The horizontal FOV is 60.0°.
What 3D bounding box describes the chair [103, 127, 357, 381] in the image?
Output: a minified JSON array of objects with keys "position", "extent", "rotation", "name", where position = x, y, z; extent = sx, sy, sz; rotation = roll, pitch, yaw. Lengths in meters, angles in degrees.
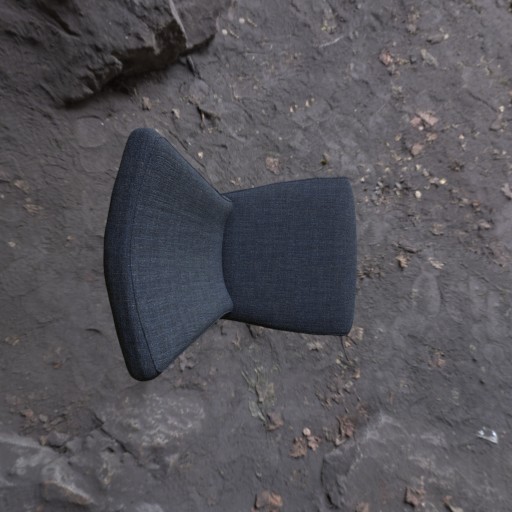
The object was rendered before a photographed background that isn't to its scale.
[{"position":[0.000,0.000,1.381],"extent":[0.660,0.991,0.520],"rotation":[0,89,-2],"name":"chair"}]
